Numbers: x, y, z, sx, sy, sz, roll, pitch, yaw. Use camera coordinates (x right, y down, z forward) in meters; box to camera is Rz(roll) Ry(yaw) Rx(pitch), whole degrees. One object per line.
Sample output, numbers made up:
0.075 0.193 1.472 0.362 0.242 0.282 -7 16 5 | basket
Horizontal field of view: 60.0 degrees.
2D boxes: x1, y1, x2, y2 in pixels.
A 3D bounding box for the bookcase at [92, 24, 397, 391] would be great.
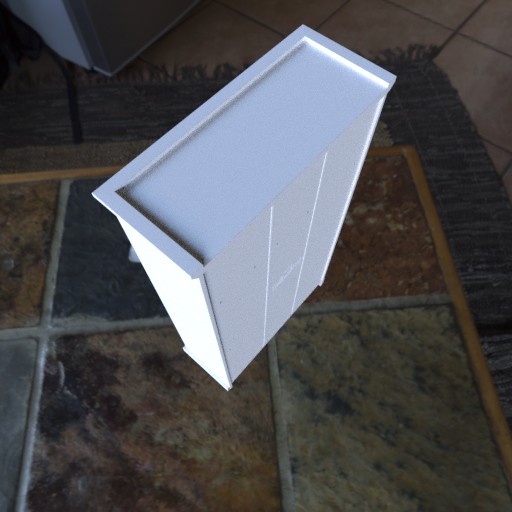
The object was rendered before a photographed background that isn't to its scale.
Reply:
0.000 0.000 2.322 0.432 1.880 1.050 38 69 17 | bookcase
